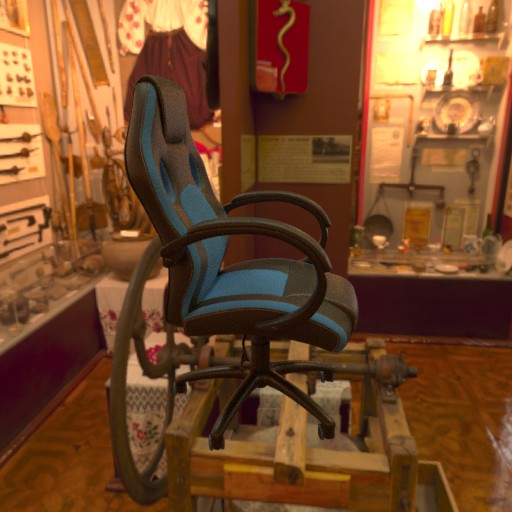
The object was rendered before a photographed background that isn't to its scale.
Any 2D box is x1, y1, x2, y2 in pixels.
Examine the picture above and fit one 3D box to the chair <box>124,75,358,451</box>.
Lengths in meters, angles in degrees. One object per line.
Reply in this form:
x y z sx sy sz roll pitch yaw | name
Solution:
0.000 0.000 1.570 0.724 1.187 0.673 2 16 9 | chair
